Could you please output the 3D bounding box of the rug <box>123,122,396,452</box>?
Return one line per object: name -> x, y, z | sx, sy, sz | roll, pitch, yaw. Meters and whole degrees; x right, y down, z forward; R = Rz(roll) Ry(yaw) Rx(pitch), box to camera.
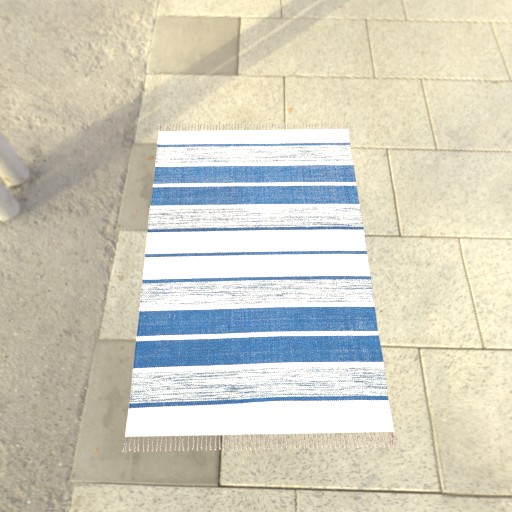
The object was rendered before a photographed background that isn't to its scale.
rug -> 0.000, 0.000, 3.041 | 1.532, 0.010, 2.441 | -1, 62, 0
